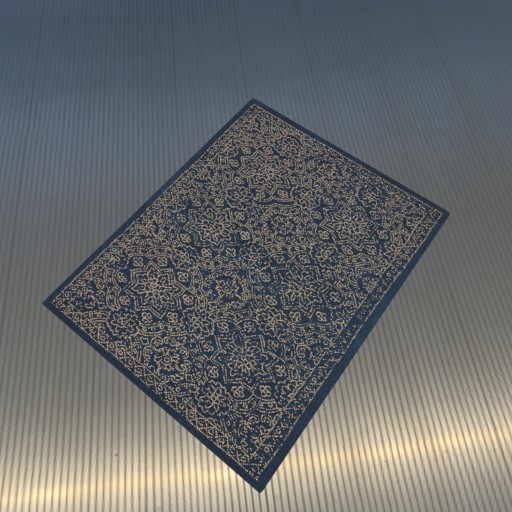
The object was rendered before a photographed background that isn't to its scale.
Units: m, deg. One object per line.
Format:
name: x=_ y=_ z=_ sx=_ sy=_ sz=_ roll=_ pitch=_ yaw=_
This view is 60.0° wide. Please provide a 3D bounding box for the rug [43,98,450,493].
rug: x=0.000 y=0.000 z=4.115 sx=2.438 sy=0.010 sz=3.048 roll=35 pitch=70 yaw=15
